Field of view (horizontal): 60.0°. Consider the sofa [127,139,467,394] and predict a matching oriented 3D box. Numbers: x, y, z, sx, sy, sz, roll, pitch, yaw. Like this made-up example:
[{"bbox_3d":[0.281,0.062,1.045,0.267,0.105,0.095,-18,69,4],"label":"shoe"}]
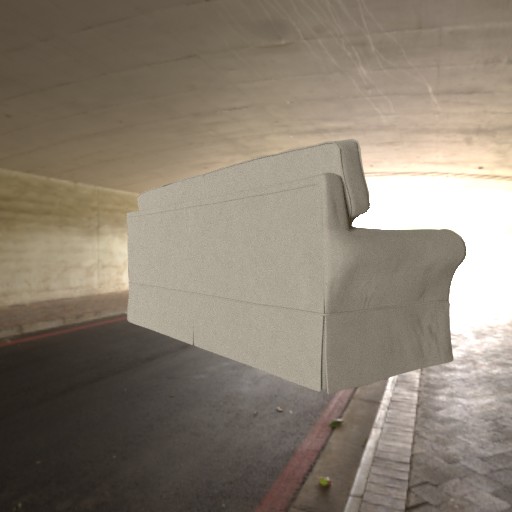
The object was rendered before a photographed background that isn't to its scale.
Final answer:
[{"bbox_3d":[0.000,0.000,2.749,0.900,1.014,2.246,-1,1,-36],"label":"sofa"}]
